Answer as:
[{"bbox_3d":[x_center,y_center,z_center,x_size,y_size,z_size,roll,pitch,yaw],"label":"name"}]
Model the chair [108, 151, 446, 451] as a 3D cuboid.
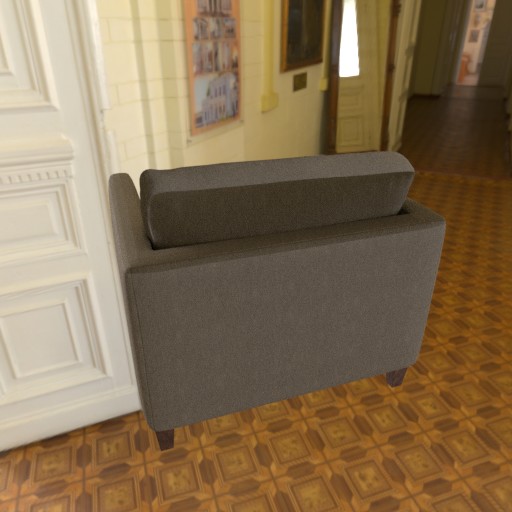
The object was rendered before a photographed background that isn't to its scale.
[{"bbox_3d":[0.000,0.000,1.864,1.107,0.963,0.959,-9,29,-17],"label":"chair"}]
